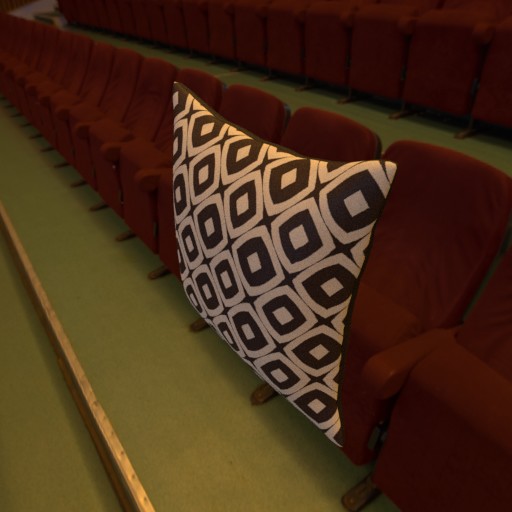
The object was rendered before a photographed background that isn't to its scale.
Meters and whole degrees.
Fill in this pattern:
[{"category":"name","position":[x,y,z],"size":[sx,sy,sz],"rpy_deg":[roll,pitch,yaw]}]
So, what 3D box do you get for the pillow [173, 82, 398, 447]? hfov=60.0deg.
[{"category":"pillow","position":[0.000,0.000,0.767],"size":[0.188,0.494,0.504],"rpy_deg":[-22,39,-29]}]
